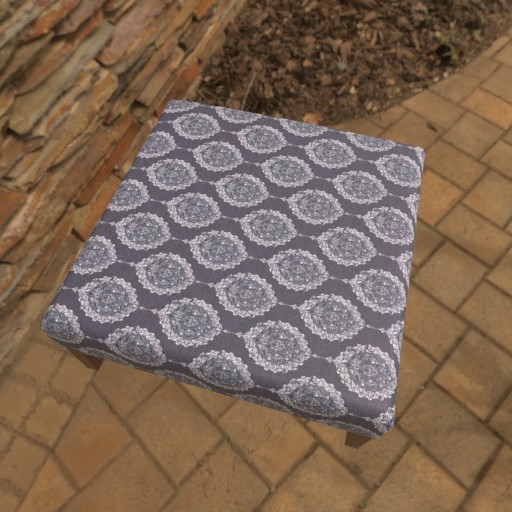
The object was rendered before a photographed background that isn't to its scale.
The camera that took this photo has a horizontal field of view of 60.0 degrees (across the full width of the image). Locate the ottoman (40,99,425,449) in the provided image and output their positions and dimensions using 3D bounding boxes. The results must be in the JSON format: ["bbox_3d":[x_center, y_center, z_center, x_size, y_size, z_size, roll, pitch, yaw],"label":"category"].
[{"bbox_3d":[0.000,0.000,1.396,0.890,0.409,0.889,14,60,8],"label":"ottoman"}]
